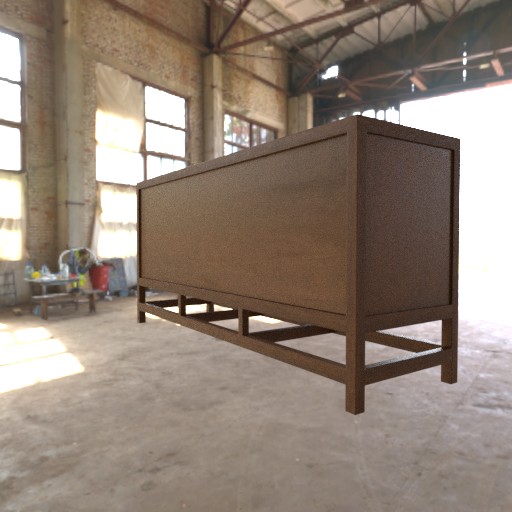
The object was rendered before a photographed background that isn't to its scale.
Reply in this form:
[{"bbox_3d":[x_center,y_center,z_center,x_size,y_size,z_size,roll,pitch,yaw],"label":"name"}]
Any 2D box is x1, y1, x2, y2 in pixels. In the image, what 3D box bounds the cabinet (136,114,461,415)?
[{"bbox_3d":[0.000,0.000,2.052,0.522,0.820,1.708,-1,2,-35],"label":"cabinet"}]
